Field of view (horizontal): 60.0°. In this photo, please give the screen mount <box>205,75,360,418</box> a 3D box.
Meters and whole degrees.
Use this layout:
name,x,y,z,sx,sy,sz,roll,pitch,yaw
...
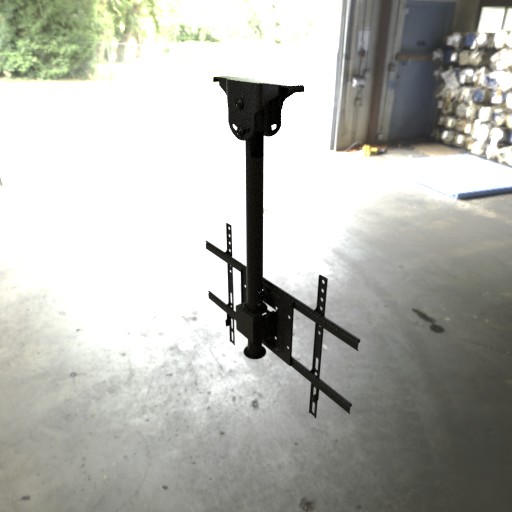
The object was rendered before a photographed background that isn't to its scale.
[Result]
name,x,y,z,sx,sy,sz,roll,pitch,yaw
screen mount,0.000,0.000,1.046,0.090,0.775,0.595,-18,32,-32
